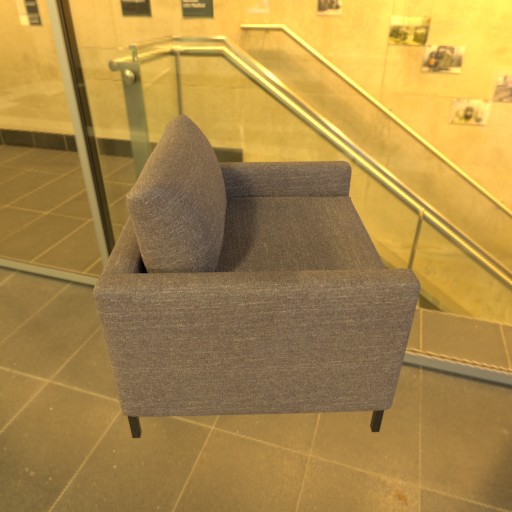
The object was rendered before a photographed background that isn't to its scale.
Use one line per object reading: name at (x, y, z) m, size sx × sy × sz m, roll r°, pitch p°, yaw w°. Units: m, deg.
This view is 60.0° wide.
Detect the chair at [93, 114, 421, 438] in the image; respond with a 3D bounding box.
chair at (0.000, 0.000, 1.582) m, size 0.845 × 0.841 × 0.940 m, roll -1°, pitch 32°, yaw -1°
